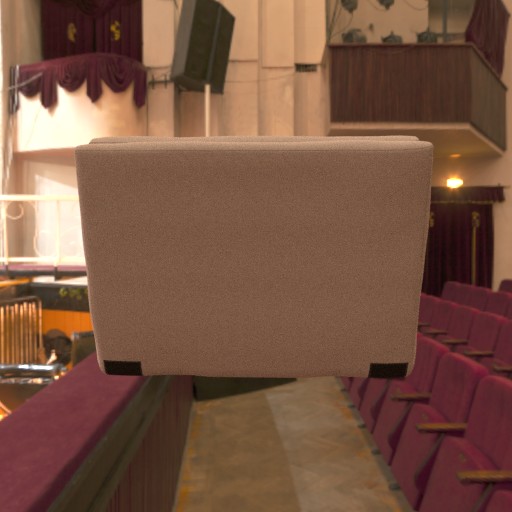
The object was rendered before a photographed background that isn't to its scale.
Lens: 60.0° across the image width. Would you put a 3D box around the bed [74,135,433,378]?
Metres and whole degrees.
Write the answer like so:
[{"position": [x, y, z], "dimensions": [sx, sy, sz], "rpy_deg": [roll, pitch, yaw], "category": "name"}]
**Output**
[{"position": [0.000, 0.000, 1.307], "dimensions": [0.799, 0.614, 0.749], "rpy_deg": [0, 1, 2], "category": "bed"}]
